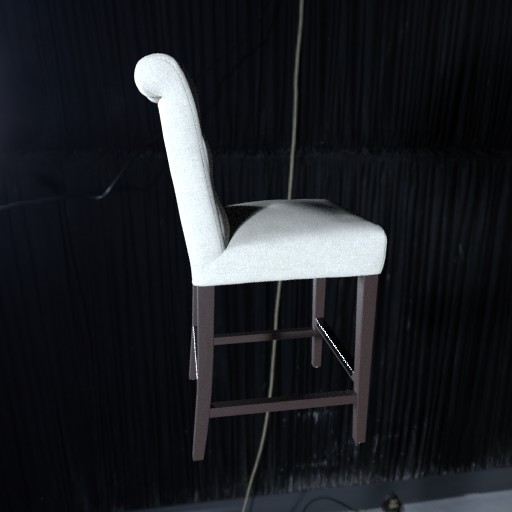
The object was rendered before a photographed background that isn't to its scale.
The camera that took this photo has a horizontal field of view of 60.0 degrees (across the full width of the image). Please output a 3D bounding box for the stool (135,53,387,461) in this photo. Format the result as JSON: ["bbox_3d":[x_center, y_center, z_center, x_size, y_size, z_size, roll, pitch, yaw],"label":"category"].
[{"bbox_3d":[0.000,0.000,1.318,0.601,1.040,0.493,-3,17,-9],"label":"stool"}]
